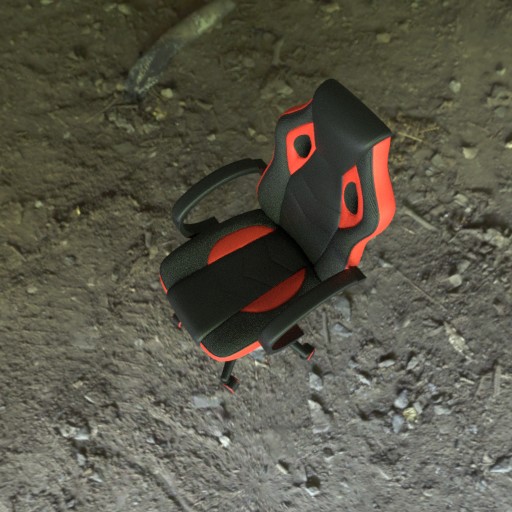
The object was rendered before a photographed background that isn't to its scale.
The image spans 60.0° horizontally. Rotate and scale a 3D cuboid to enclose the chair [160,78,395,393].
[{"bbox_3d":[0.000,0.000,1.432,0.642,1.016,0.600,-32,67,-15],"label":"chair"}]
